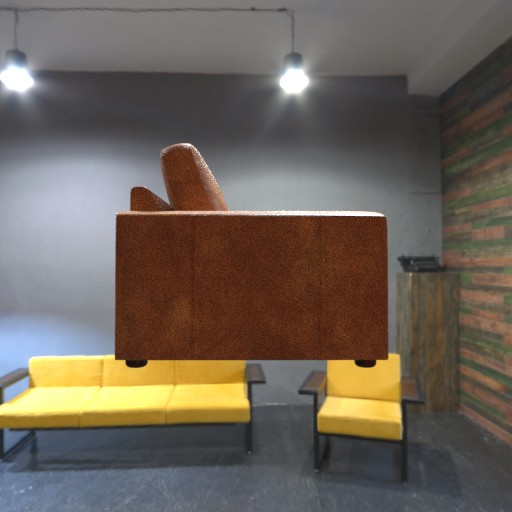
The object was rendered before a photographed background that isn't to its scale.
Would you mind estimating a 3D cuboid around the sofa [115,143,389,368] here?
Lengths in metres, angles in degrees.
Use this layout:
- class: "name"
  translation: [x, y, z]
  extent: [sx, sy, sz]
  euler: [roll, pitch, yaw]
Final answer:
- class: "sofa"
  translation: [0.000, 0.000, 2.661]
  extent: [1.016, 0.873, 2.179]
  euler: [0, -1, 0]
